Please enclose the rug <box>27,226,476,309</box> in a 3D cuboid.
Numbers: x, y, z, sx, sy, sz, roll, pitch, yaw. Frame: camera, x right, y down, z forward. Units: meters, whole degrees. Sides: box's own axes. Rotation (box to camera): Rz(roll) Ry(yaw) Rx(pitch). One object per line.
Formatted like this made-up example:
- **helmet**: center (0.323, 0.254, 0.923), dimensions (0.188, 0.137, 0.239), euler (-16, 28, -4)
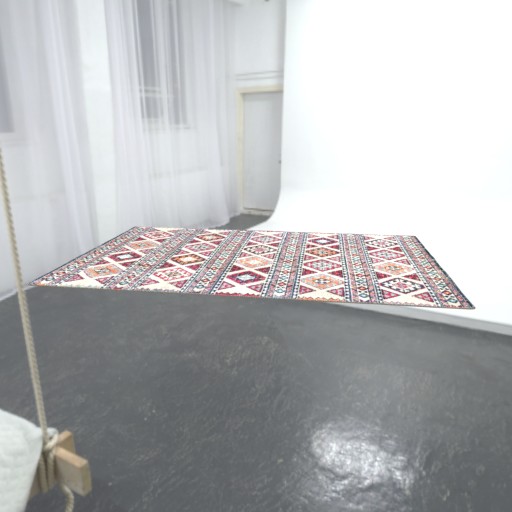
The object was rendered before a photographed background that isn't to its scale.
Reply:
- **rug**: center (0.000, 0.000, 3.092), dimensions (2.440, 0.010, 1.545), euler (2, 17, 8)
